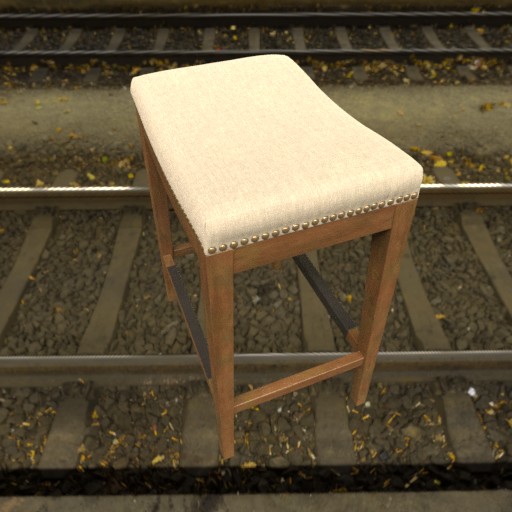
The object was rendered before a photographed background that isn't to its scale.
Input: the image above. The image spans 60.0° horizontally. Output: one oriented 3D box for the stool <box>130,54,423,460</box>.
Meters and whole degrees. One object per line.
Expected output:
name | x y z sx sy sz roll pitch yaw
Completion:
stool | 0.000 0.000 0.951 0.356 0.660 0.508 -16 46 -16
